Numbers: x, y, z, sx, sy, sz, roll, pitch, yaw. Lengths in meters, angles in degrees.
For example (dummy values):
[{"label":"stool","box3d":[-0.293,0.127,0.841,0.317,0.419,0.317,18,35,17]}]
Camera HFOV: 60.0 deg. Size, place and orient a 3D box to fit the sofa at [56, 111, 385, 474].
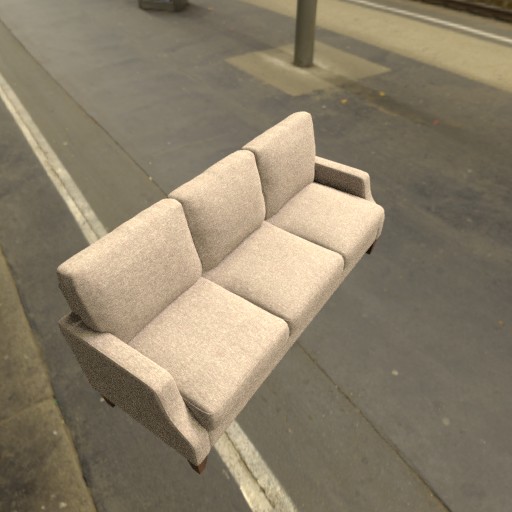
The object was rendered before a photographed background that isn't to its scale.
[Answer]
[{"label":"sofa","box3d":[0.000,0.000,2.636,0.888,0.984,2.115,25,47,26]}]
